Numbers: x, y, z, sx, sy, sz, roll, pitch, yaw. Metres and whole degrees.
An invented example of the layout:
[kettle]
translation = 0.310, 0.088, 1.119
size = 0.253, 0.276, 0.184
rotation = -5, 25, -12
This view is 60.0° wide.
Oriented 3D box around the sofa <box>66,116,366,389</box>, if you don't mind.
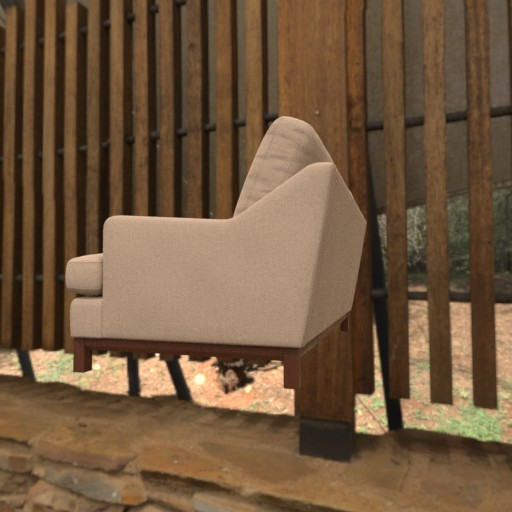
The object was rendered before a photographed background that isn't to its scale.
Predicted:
[sofa]
translation = 0.000, 0.000, 2.255
size = 1.004, 0.910, 1.619
rotation = -1, -3, 17
